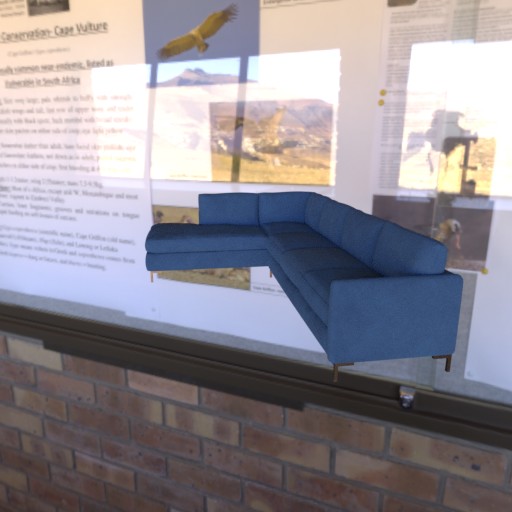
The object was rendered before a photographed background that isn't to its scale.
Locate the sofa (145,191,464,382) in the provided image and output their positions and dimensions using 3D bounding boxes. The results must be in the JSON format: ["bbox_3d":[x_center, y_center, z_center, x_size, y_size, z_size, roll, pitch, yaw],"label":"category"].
[{"bbox_3d":[0.000,0.000,3.853,2.007,0.815,2.949,-2,15,-9],"label":"sofa"}]
